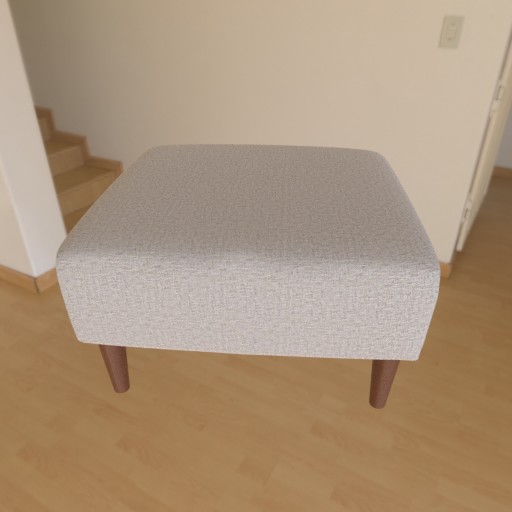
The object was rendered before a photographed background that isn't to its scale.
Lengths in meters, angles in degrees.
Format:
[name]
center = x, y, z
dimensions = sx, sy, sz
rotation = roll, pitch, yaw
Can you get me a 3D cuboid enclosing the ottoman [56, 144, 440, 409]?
[ottoman]
center = 0.000, 0.000, 1.068
dimensions = 0.655, 0.399, 0.648
rotation = 2, 31, 4
